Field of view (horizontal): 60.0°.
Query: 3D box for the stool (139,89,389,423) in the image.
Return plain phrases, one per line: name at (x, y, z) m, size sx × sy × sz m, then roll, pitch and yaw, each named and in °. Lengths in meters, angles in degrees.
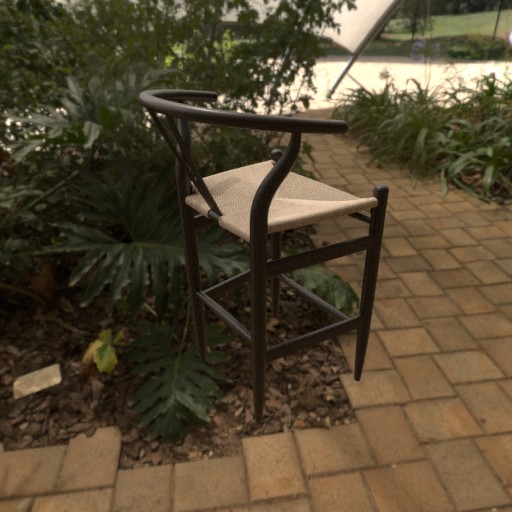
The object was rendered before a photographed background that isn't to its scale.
stool at (0.000, 0.000, 1.357) m, size 0.579 × 0.970 × 0.569 m, roll -19°, pitch 34°, yaw -32°
